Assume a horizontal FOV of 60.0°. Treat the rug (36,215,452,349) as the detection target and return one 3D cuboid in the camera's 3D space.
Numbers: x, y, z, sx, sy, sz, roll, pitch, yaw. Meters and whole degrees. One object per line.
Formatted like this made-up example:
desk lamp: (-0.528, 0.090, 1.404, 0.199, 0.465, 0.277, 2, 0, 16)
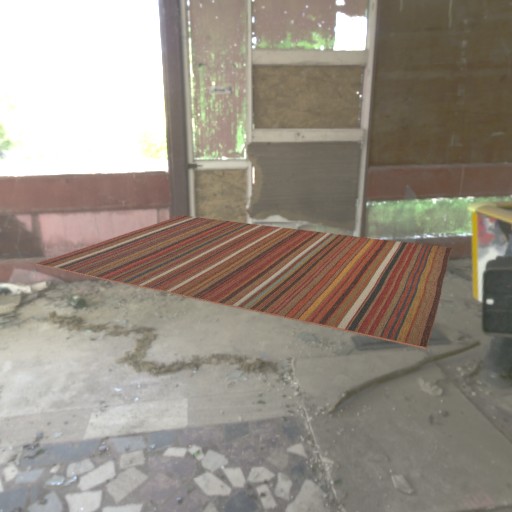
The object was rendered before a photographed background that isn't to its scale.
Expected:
rug: (0.000, 0.000, 2.316, 1.828, 0.007, 1.217, 9, 20, 25)
